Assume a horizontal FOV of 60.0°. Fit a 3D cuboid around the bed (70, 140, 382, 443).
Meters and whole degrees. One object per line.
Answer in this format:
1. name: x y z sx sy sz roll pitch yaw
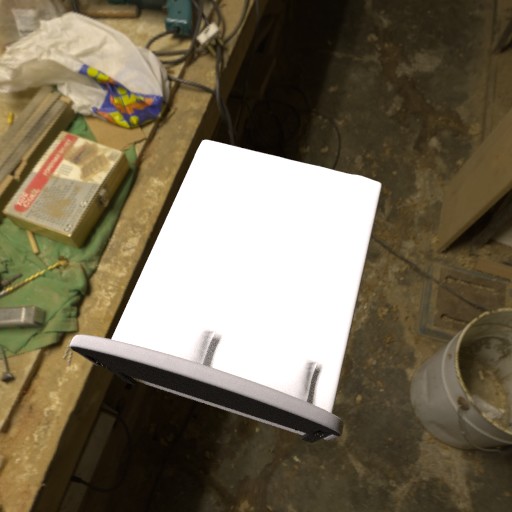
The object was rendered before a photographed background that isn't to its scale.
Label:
1. bed: 0.000 0.000 3.062 1.607 1.410 2.005 15 65 7
